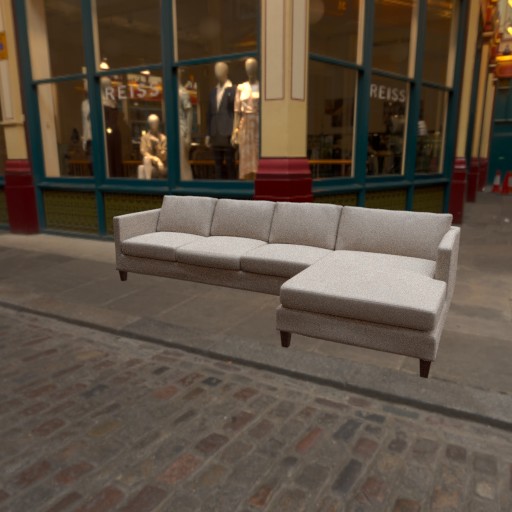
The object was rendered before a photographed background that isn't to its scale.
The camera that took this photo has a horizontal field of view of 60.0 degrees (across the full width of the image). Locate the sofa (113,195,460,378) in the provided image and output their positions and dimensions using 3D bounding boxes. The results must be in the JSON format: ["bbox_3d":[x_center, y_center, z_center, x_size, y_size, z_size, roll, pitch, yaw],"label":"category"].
[{"bbox_3d":[0.000,0.000,3.925,3.186,0.846,1.625,7,15,27],"label":"sofa"}]
